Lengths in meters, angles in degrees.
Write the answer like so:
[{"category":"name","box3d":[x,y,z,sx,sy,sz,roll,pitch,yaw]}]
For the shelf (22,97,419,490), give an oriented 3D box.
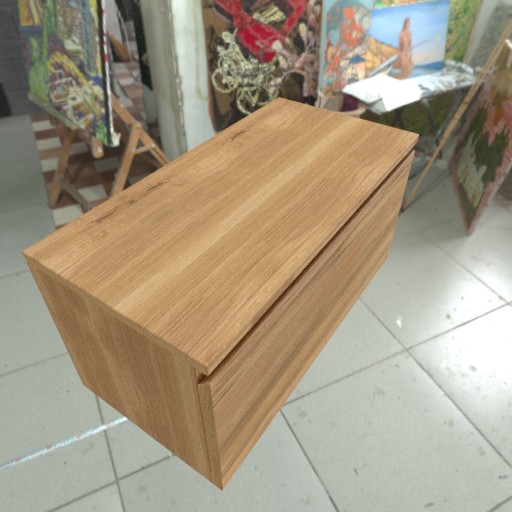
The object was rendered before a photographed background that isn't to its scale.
[{"category":"shelf","box3d":[0.000,0.000,1.033,0.400,0.400,0.800,25,47,25]}]
